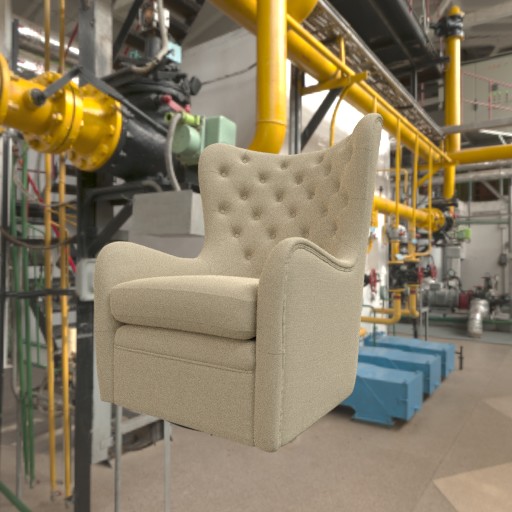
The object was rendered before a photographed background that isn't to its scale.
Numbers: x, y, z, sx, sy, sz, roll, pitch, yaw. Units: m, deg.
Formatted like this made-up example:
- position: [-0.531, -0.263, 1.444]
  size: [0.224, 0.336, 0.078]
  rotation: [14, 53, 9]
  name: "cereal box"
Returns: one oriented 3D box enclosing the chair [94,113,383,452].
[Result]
- position: [0.000, 0.000, 1.706]
  size: [0.831, 1.079, 0.929]
  rotation: [0, 0, 36]
  name: "chair"
